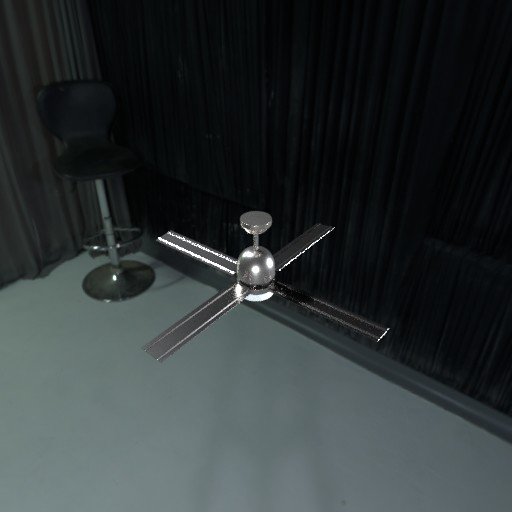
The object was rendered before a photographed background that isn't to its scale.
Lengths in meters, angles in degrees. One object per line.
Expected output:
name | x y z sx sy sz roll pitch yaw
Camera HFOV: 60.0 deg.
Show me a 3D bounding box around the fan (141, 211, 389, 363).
fan | 0.000 0.000 2.121 1.346 0.406 1.346 22 38 30
